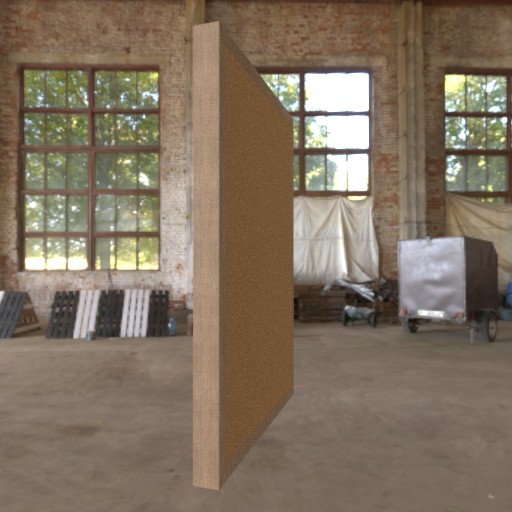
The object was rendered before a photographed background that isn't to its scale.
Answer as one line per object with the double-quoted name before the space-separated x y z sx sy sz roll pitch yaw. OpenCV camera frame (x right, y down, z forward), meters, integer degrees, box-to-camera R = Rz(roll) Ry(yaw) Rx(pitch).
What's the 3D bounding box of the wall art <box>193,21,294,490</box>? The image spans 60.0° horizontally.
"wall art" 0.000 0.000 0.653 0.031 0.509 0.356 0 0 18
